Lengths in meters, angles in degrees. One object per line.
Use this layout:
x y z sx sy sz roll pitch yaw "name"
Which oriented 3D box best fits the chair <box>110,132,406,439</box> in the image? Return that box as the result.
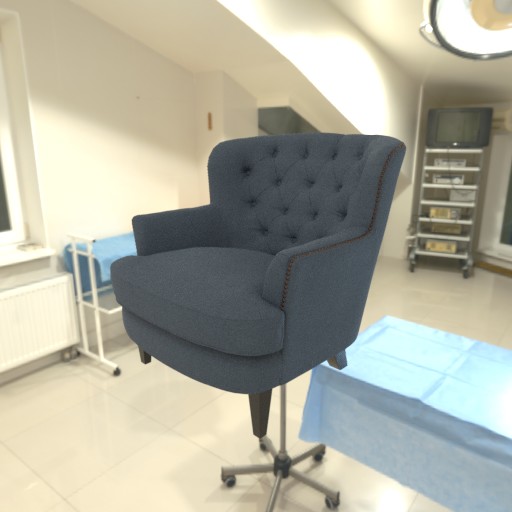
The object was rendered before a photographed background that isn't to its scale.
0.000 0.000 1.614 0.848 0.868 0.906 15 21 43 "chair"
